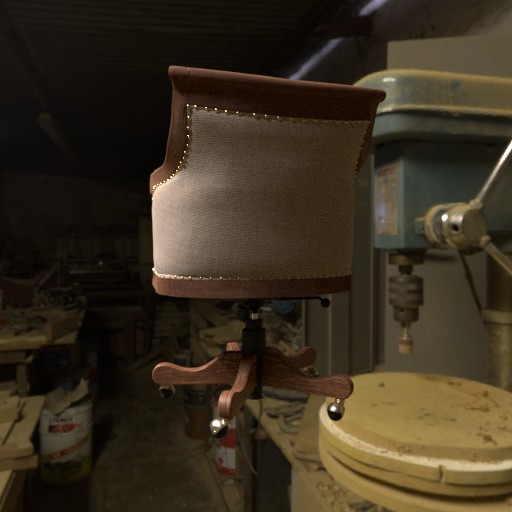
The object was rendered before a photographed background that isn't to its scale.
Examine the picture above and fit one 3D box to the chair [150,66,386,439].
[{"bbox_3d":[0.000,0.000,1.447,0.656,0.965,0.689,-1,2,-17],"label":"chair"}]
